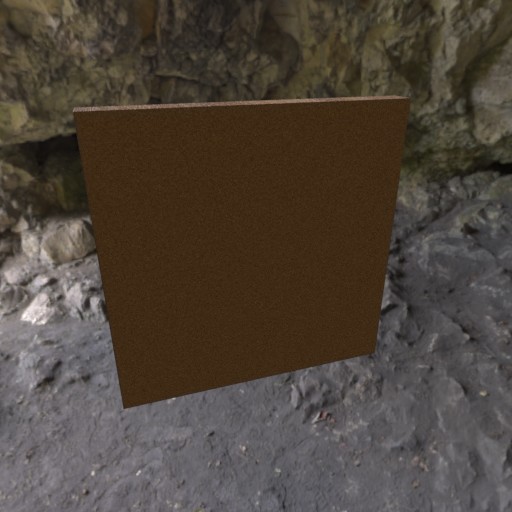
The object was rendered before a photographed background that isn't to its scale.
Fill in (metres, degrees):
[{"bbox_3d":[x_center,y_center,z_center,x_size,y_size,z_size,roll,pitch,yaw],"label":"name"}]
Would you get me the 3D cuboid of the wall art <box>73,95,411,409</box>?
[{"bbox_3d":[0.000,0.000,0.611,0.406,0.403,0.039,-8,27,-16],"label":"wall art"}]
